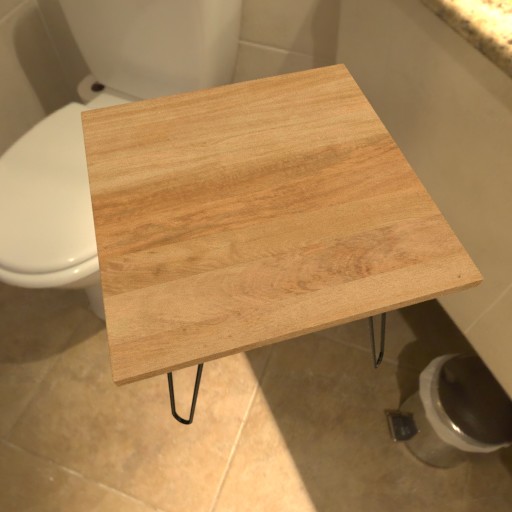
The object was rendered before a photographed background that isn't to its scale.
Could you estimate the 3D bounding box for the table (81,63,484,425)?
[{"bbox_3d":[0.000,0.000,1.039,0.599,0.500,0.599,-14,59,-9],"label":"table"}]
